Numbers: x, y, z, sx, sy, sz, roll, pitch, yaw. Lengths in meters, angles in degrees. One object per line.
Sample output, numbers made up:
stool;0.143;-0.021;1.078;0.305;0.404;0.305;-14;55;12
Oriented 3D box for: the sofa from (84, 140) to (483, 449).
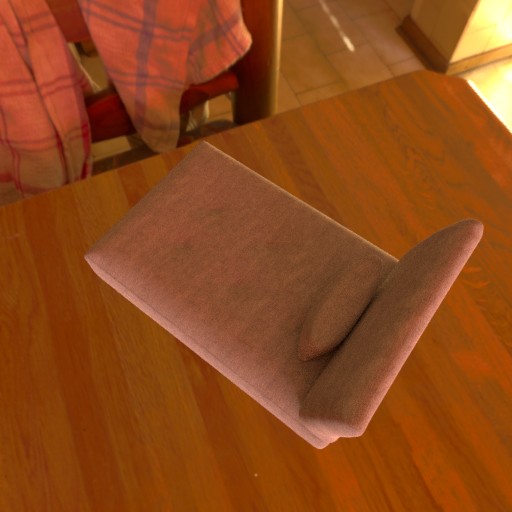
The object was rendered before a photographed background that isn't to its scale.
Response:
sofa;0.000;0.000;1.990;1.450;0.820;0.930;34;69;16
